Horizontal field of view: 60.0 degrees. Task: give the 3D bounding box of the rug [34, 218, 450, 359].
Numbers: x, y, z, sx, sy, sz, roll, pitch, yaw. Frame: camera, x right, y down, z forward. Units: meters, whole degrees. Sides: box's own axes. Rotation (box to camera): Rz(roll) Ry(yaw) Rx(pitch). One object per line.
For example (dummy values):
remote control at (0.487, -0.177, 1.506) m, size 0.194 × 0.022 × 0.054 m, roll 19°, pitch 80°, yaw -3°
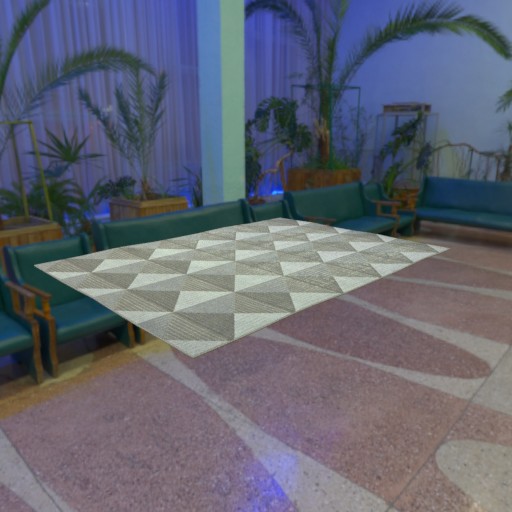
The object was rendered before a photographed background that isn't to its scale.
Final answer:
rug at (0.000, 0.000, 4.357) m, size 3.333 × 0.027 × 2.428 m, roll -15°, pitch 21°, yaw -42°
